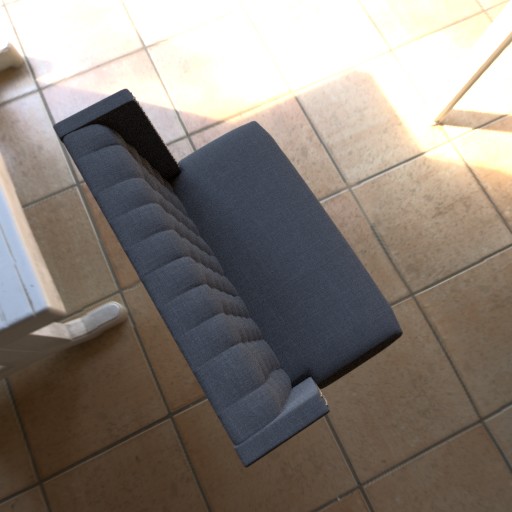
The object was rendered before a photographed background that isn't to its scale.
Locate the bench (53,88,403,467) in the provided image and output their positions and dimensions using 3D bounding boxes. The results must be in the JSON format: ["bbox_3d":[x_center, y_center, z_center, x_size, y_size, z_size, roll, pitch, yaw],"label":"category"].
[{"bbox_3d":[0.000,0.000,1.947,0.842,1.121,1.276,-31,77,-8],"label":"bench"}]
